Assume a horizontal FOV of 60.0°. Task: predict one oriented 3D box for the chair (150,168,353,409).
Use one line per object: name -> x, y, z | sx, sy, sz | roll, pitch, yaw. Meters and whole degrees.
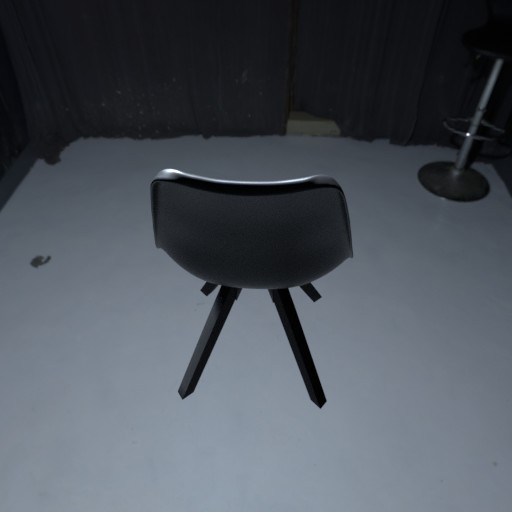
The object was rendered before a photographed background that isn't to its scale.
chair -> 0.000, 0.000, 1.182 | 0.485, 0.850, 0.530 | 3, 45, 3
